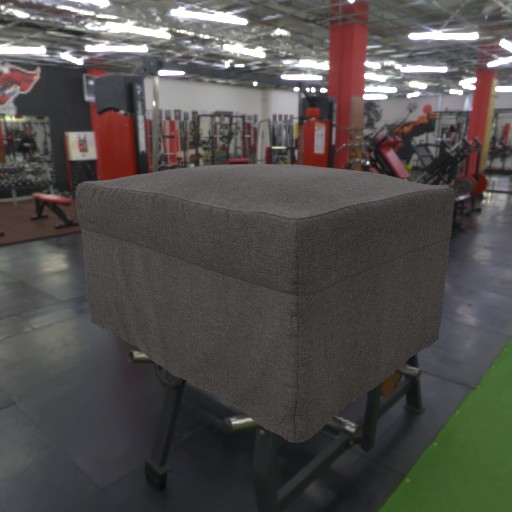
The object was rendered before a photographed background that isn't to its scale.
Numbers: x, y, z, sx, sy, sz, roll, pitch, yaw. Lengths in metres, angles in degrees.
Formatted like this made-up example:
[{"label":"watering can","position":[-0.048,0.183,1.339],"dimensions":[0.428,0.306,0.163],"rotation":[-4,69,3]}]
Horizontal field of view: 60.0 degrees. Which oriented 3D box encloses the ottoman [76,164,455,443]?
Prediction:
[{"label":"ottoman","position":[0.000,0.000,1.242],"dimensions":[0.833,0.492,0.652],"rotation":[14,21,42]}]
